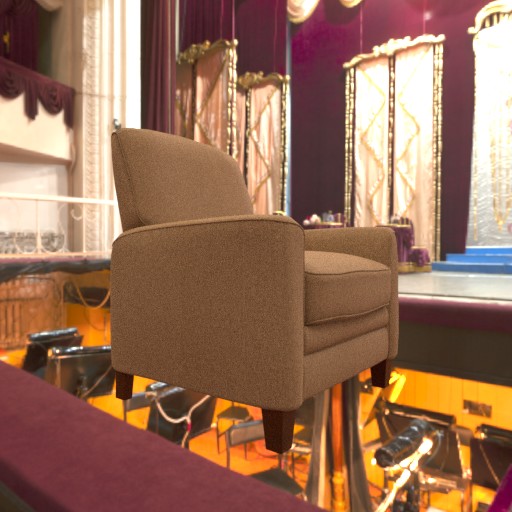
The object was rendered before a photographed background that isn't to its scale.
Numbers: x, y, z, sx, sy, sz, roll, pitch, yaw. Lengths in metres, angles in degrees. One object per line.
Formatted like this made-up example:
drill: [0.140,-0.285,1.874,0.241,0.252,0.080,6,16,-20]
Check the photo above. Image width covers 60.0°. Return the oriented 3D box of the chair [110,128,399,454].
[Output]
chair: [0.000,0.000,1.658,0.864,1.014,0.848,1,1,38]
